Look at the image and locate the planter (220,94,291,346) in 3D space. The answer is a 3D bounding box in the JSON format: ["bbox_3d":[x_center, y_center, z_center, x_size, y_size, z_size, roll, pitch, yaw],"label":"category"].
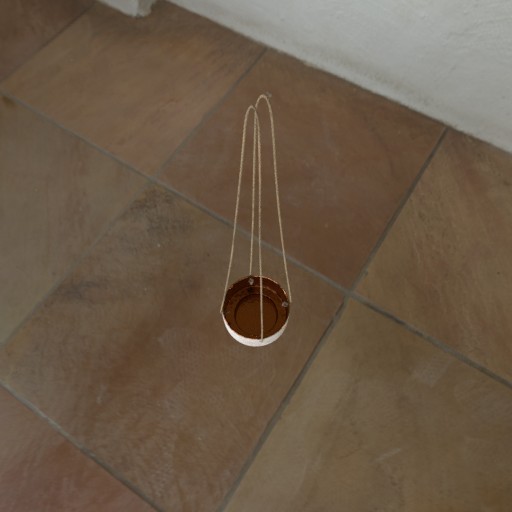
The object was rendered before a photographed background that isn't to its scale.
[{"bbox_3d":[0.000,0.000,1.093,0.223,1.030,0.223,33,69,14],"label":"planter"}]
